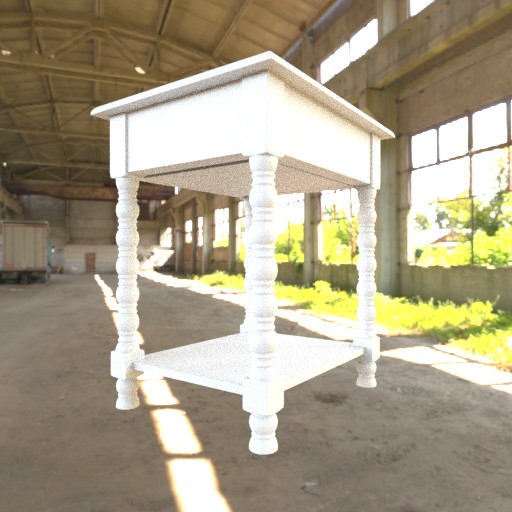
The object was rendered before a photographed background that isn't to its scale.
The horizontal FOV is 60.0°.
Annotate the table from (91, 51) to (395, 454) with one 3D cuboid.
[{"bbox_3d":[0.000,0.000,0.848,0.381,0.531,0.460,0,0,36],"label":"table"}]
